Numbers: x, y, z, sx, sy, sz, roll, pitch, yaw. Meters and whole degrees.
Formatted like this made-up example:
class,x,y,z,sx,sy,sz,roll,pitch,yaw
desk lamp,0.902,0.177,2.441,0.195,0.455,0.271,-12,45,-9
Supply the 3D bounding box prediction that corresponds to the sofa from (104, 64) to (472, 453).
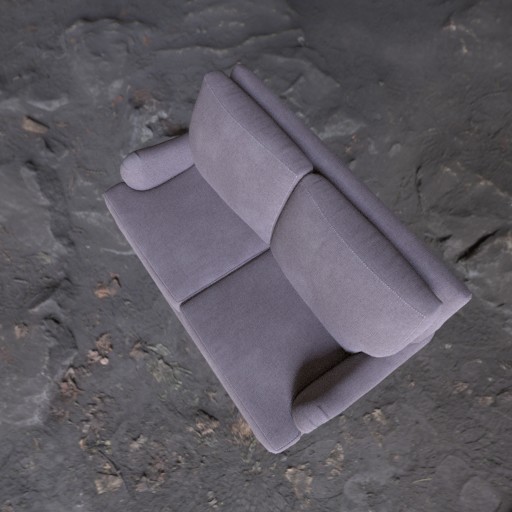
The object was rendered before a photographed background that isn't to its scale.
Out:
class,x,y,z,sx,sy,sz,roll,pitch,yaw
sofa,0.000,0.000,2.513,1.084,1.101,1.853,-32,68,-15
